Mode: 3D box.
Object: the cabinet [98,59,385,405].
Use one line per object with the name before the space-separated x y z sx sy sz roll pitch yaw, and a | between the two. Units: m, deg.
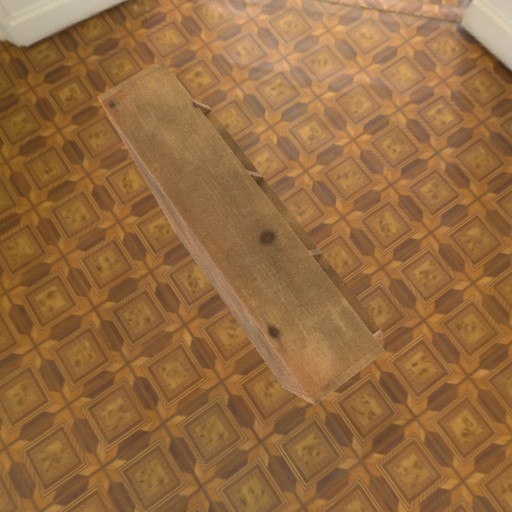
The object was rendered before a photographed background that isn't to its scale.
cabinet | 0.000 0.000 0.851 0.184 0.590 0.489 -34 78 -8
